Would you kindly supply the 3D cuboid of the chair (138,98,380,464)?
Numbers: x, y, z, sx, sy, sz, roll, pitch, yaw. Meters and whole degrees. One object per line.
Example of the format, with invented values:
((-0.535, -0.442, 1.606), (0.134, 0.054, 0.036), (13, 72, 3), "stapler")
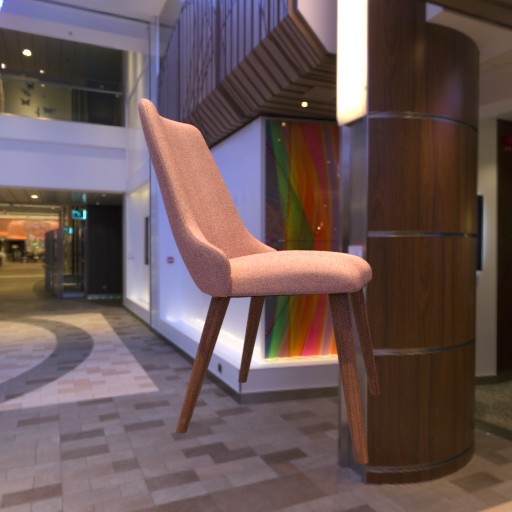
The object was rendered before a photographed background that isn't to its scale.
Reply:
((0.000, 0.000, 1.337), (0.707, 0.918, 0.535), (0, 1, 19), "chair")
